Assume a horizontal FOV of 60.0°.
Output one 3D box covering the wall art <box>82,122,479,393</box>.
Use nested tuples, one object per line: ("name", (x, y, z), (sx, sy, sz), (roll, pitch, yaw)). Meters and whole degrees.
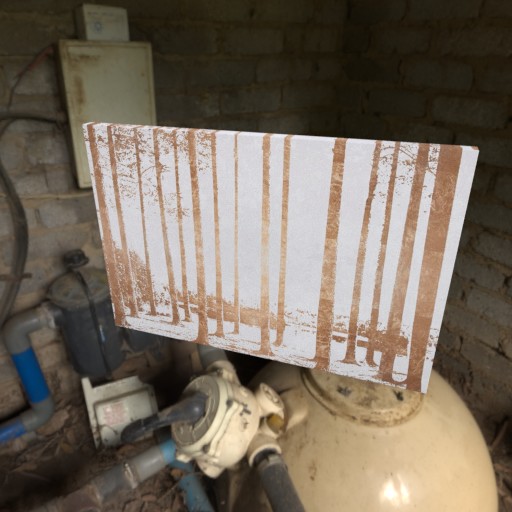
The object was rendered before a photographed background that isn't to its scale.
("wall art", (0.000, 0.000, 1.129), (0.914, 0.609, 0.035), (9, 27, 17))
